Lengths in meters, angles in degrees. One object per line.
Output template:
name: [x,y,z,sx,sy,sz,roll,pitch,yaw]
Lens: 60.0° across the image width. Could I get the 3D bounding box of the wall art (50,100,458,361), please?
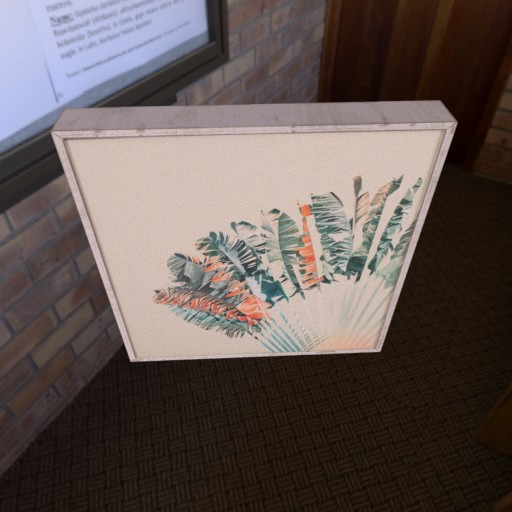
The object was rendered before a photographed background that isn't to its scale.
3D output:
wall art: [0.000,0.000,0.449,0.305,0.303,0.038,-2,44,-2]
